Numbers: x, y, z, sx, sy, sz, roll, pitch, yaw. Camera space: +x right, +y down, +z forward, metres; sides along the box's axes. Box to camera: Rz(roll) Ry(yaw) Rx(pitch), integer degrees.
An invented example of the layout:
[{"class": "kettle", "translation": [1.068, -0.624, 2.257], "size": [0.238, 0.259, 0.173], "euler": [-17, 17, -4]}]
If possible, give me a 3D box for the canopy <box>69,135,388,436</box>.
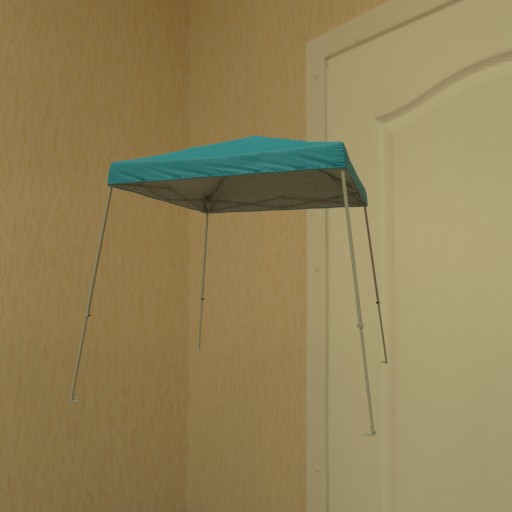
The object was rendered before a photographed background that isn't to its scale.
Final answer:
[{"class": "canopy", "translation": [0.000, 0.000, 6.575], "size": [3.599, 3.600, 3.600], "euler": [-1, -2, 18]}]
